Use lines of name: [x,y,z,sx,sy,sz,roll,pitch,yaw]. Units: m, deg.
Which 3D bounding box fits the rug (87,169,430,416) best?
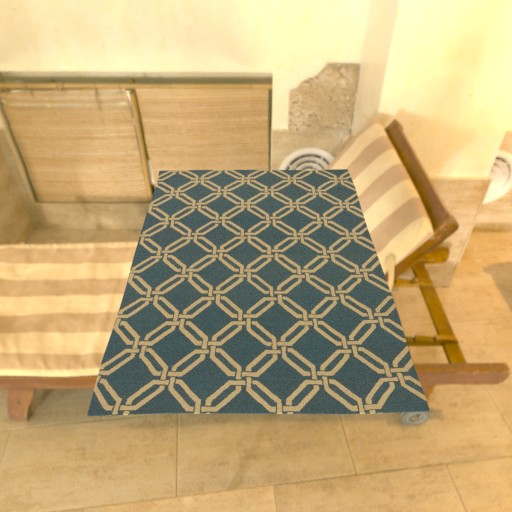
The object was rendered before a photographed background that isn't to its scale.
rug: [0.000,0.000,2.749,1.524,0.013,2.135,-1,41,-1]
